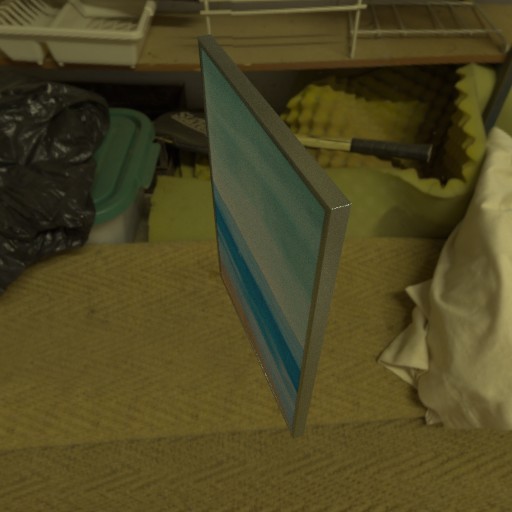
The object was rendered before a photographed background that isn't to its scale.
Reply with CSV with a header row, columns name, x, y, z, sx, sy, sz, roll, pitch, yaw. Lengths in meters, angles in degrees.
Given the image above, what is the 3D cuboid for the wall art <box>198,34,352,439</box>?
name,x,y,z,sx,sy,sz,roll,pitch,yaw
wall art,0.000,0.000,1.412,0.041,1.062,0.803,-16,49,-15
